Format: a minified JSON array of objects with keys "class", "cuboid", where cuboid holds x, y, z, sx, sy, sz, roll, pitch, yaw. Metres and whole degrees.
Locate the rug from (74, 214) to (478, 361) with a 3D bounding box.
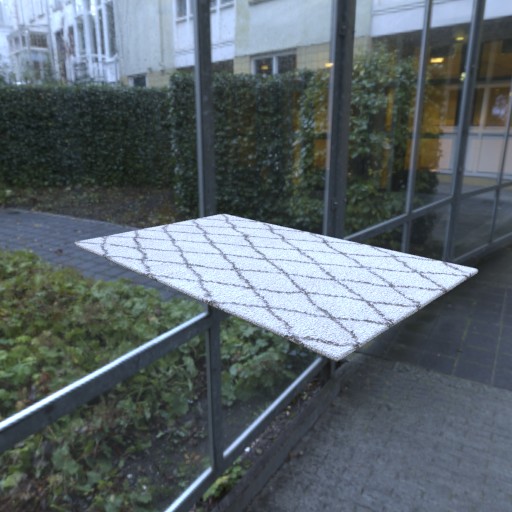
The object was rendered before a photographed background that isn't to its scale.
[{"class":"rug","cuboid":[0.000,0.000,3.091,2.438,0.030,1.524,16,23,43]}]
